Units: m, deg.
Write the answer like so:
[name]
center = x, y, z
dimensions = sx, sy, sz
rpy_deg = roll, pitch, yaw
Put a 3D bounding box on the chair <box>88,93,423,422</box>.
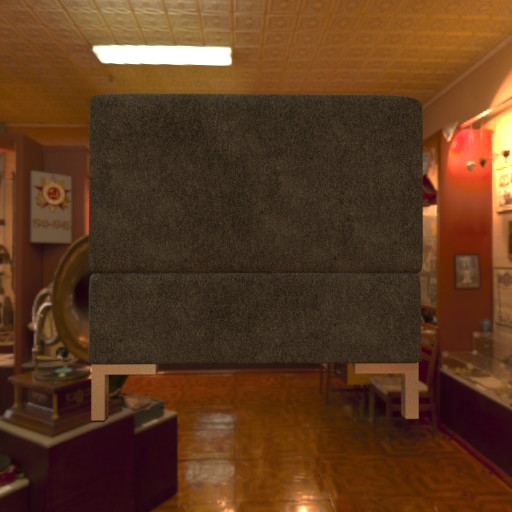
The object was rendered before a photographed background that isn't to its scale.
[chair]
center = 0.000, 0.000, 1.202
dimensions = 0.680, 0.660, 0.680
rpy_deg = 0, 0, -1
